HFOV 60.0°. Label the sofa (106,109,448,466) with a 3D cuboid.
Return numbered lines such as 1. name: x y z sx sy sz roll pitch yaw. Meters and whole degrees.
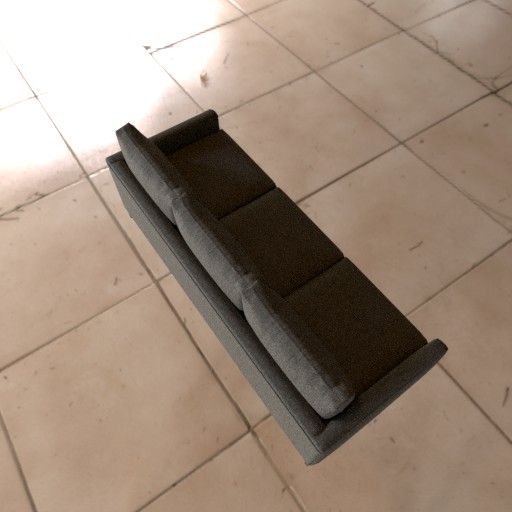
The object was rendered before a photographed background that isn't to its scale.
1. sofa: 0.000 0.000 2.737 0.876 0.879 2.253 -31 63 -18
